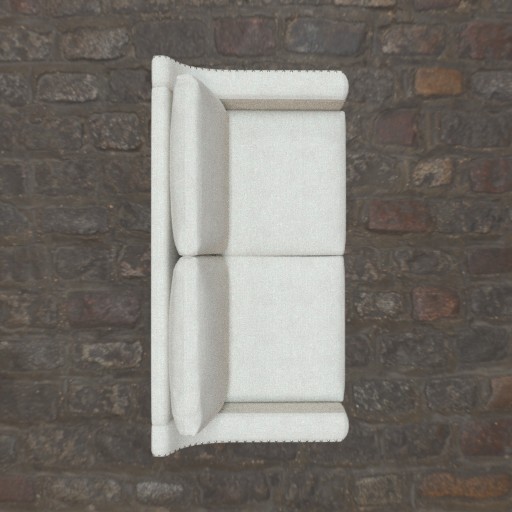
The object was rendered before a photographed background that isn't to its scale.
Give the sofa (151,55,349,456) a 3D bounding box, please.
[{"bbox_3d":[0.000,0.000,2.656,1.104,0.983,2.107,0,90,-1],"label":"sofa"}]
